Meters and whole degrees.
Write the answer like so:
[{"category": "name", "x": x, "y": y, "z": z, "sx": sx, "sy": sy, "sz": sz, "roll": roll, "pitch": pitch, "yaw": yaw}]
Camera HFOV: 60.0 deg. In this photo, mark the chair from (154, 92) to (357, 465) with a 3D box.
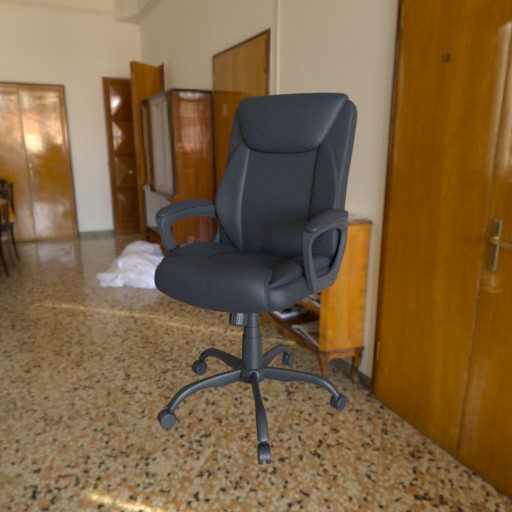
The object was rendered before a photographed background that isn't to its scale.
[{"category": "chair", "x": 0.000, "y": 0.000, "z": 1.484, "sx": 0.615, "sy": 1.072, "sz": 0.655, "roll": 8, "pitch": 16, "yaw": 27}]
